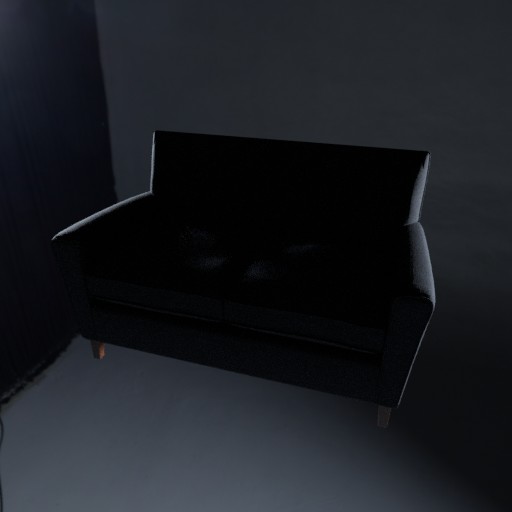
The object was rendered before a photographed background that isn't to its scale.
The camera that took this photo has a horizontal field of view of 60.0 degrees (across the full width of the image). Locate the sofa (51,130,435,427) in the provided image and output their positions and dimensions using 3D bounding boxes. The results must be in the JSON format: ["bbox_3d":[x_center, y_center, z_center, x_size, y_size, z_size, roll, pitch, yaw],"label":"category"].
[{"bbox_3d":[0.000,0.000,1.972,1.420,0.846,0.875,9,30,15],"label":"sofa"}]
